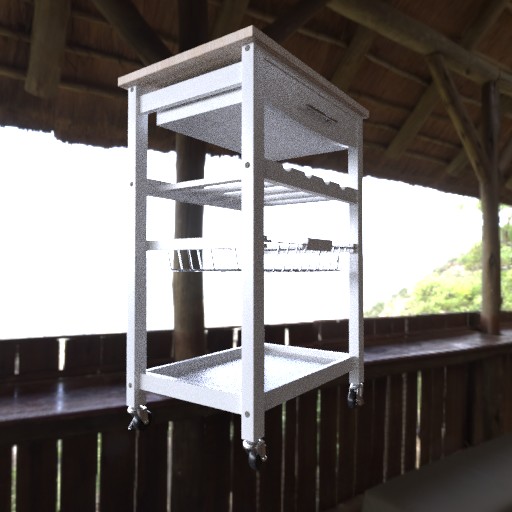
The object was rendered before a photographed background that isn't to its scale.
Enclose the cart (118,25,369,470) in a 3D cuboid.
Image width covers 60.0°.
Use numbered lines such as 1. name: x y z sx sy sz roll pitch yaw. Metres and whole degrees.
1. cart: 0.000 0.000 1.178 0.406 0.857 0.578 -1 -1 36
